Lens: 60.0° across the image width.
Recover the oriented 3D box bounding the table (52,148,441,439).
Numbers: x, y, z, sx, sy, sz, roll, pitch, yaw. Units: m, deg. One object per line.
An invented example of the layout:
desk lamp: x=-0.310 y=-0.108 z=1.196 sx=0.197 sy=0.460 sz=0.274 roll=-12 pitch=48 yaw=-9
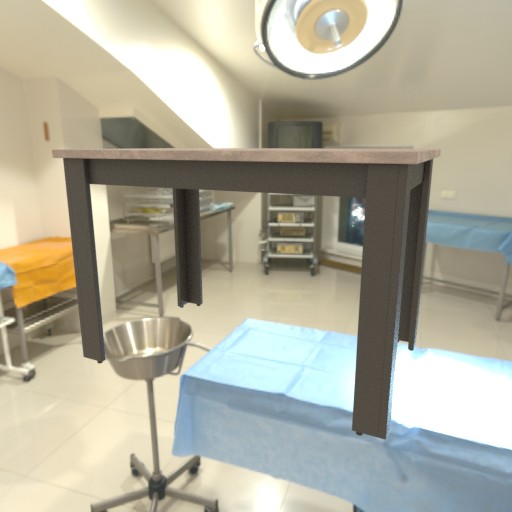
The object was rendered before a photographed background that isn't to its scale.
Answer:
table: x=0.000 y=0.000 z=1.567 sx=1.100 sy=0.734 sz=0.700 roll=7 pitch=16 yaw=25
